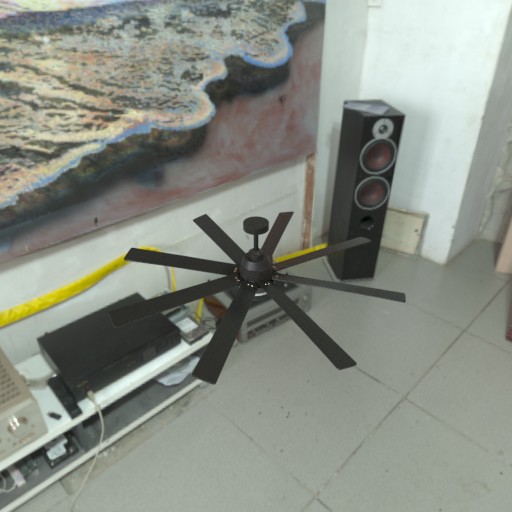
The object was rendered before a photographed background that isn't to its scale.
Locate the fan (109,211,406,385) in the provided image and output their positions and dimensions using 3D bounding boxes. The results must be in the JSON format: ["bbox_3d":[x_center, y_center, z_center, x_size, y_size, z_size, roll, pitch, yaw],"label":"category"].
[{"bbox_3d":[0.000,0.000,2.751,1.830,0.472,1.830,8,33,13],"label":"fan"}]
